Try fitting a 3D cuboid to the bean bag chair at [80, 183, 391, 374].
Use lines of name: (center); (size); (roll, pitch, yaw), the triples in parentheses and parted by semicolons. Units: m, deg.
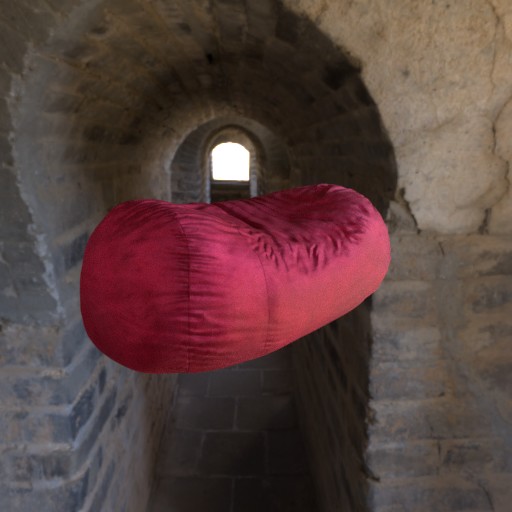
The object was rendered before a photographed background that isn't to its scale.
bean bag chair: (0.000, 0.000, 2.924); (1.216, 0.867, 2.293); (12, 18, 41)
